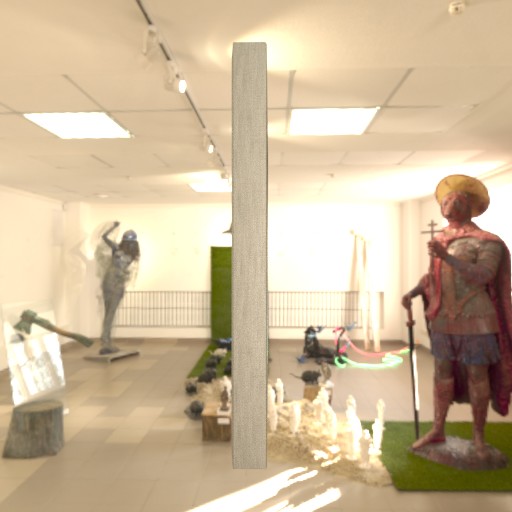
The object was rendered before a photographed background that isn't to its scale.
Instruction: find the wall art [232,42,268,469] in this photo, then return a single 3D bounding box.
[{"bbox_3d":[0.000,0.000,0.532,0.028,0.330,0.380,0,0,2],"label":"wall art"}]
